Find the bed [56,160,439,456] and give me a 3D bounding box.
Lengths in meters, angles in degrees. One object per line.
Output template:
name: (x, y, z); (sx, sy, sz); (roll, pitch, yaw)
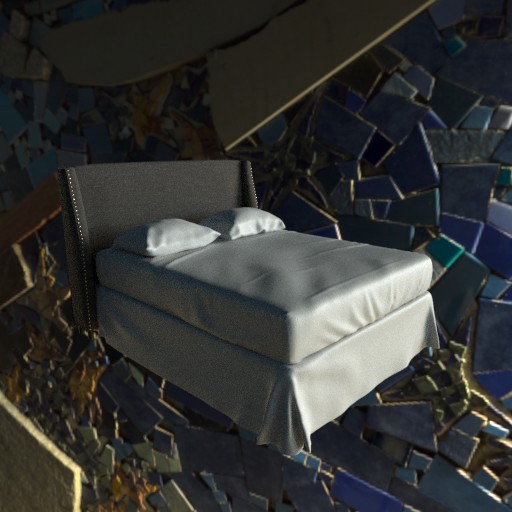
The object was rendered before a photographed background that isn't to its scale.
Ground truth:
bed: (0.000, 0.000, 3.311); (2.276, 1.332, 1.925); (13, 19, 42)
